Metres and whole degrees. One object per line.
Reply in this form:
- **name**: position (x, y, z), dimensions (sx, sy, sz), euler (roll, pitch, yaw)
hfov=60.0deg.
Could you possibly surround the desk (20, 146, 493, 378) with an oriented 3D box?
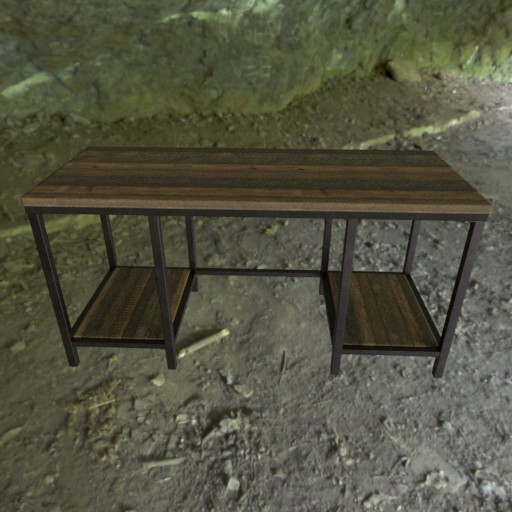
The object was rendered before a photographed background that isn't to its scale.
- **desk**: position (0.000, 0.000, 1.891), dimensions (1.538, 0.753, 0.617), euler (1, 29, 2)
